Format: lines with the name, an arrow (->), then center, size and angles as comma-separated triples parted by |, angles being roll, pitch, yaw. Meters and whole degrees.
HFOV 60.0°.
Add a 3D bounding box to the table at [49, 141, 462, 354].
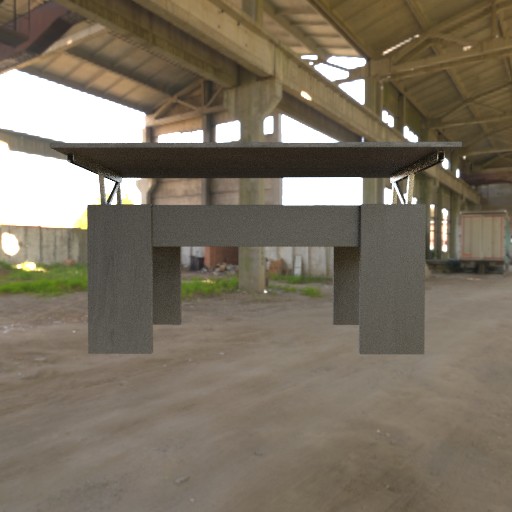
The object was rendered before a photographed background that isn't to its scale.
table -> 0.000, 0.000, 1.435 | 1.000, 0.570, 0.711 | 0, 1, 1
